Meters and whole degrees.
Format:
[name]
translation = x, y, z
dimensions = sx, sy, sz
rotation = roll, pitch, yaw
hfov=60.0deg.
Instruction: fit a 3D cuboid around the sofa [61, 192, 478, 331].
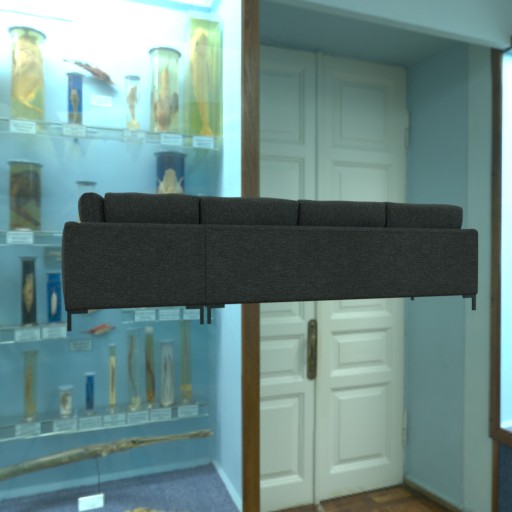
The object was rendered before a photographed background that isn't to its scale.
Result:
[sofa]
translation = 0.000, 0.000, 3.850
dimensions = 2.949, 0.815, 2.007
rotation = 0, 1, -18
